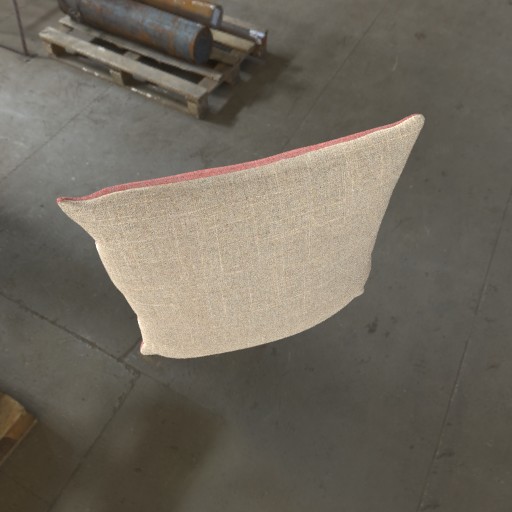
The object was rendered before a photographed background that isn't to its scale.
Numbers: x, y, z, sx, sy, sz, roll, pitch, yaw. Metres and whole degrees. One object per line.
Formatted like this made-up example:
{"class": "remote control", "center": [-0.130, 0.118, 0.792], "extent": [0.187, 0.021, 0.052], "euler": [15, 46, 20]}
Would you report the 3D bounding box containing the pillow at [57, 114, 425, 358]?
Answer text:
{"class": "pillow", "center": [0.000, 0.000, 0.669], "extent": [0.439, 0.427, 0.182], "euler": [-15, 58, -9]}
